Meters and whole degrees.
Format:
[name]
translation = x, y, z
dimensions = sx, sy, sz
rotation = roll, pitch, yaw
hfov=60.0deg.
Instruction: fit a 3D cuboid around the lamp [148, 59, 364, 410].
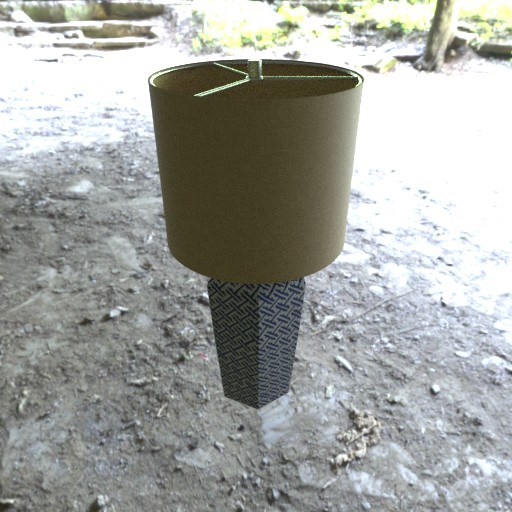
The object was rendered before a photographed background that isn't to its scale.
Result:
[lamp]
translation = 0.000, 0.000, 0.836
dimensions = 0.320, 0.682, 0.320
rotation = 0, 32, 0
